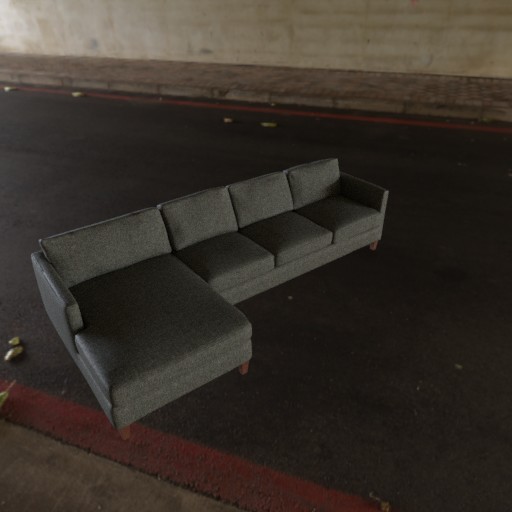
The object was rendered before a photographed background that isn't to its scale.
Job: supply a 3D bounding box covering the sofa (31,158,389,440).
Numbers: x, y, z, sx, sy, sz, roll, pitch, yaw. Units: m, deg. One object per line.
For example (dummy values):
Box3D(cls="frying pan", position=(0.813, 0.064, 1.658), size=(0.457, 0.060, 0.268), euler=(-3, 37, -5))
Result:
Box3D(cls="sofa", position=(0.000, 0.000, 4.104), size=(3.485, 0.960, 1.635), euler=(-21, 37, -31))
